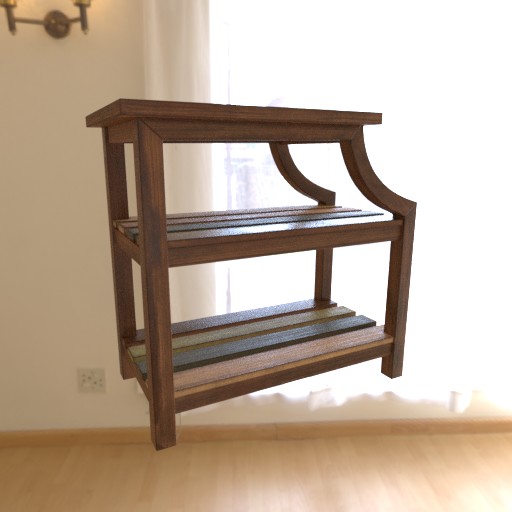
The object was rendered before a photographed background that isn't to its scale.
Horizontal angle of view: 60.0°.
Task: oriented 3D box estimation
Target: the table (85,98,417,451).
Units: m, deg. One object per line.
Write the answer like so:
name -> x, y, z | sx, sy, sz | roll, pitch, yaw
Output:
table -> 0.000, 0.000, 0.966 | 0.609, 0.584, 0.356 | -7, 15, -27
